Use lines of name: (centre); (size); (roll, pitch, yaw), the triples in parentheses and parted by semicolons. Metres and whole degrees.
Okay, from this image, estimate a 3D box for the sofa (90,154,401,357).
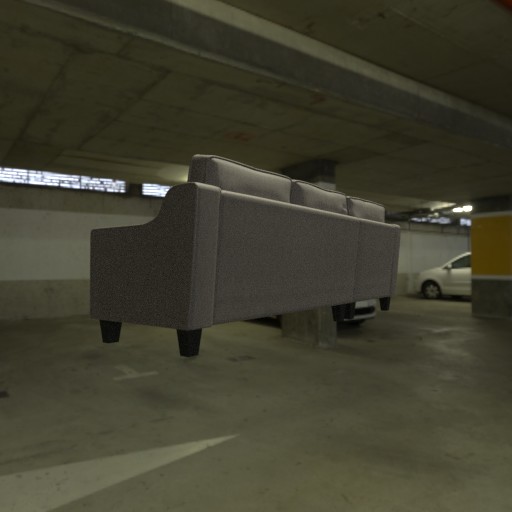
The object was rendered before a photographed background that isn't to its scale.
sofa: (0.000, 0.000, 3.236); (1.294, 0.928, 2.561); (-1, -1, 36)
